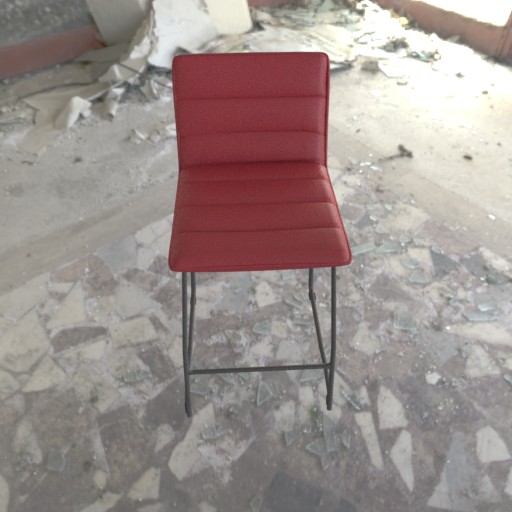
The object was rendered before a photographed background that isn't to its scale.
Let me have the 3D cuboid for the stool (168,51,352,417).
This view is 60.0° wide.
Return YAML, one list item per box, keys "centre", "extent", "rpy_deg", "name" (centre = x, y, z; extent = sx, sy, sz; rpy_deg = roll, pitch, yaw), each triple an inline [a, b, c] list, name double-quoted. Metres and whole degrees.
- centre: [0.000, 0.000, 1.247]
  extent: [0.489, 0.937, 0.524]
  rpy_deg: [-2, 46, -2]
  name: "stool"
